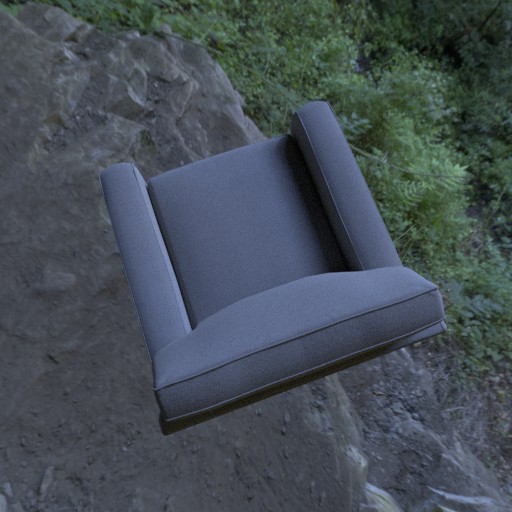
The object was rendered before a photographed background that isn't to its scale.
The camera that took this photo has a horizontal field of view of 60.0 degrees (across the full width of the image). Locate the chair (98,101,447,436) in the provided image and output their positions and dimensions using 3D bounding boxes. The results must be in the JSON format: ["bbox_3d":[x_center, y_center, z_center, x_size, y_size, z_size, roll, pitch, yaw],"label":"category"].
[{"bbox_3d":[0.000,0.000,1.809,0.999,0.934,1.044,-19,76,-5],"label":"chair"}]
